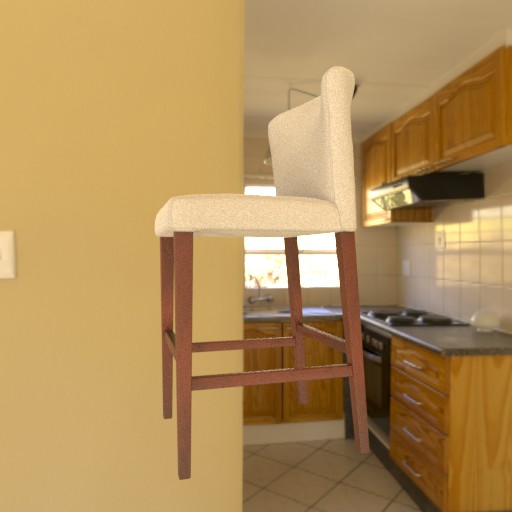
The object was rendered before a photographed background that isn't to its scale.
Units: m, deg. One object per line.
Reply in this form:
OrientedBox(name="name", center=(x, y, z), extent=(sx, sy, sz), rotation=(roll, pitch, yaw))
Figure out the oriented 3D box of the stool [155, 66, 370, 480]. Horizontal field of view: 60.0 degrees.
OrientedBox(name="stool", center=(0.000, 0.000, 1.337), extent=(0.568, 1.069, 0.479), rotation=(0, 0, -17))
